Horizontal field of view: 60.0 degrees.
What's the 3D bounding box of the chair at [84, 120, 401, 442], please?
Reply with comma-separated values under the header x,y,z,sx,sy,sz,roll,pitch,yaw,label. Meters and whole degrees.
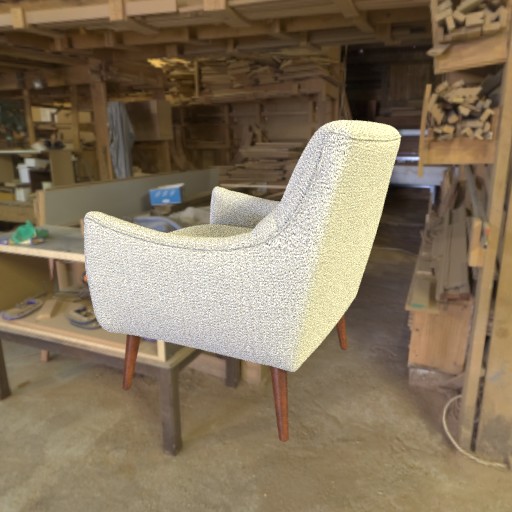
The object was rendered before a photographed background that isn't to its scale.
x,y,z,sx,sy,sz,roll,pitch,yaw,label
0.000,0.000,1.451,0.787,0.838,0.762,8,17,26,chair
